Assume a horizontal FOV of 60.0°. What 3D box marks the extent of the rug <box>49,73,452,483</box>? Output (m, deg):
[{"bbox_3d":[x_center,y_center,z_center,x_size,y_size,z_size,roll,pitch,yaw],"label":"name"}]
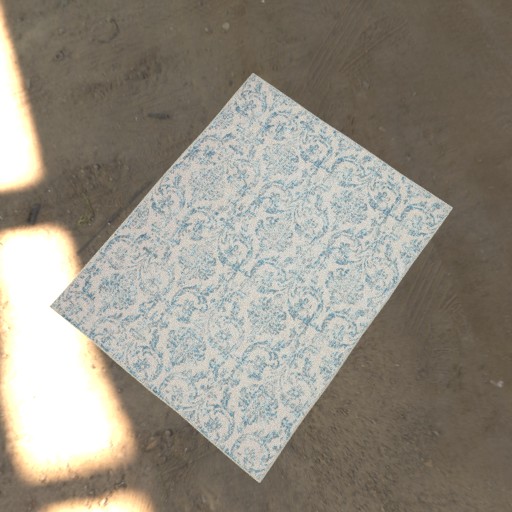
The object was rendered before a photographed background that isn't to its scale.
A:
[{"bbox_3d":[0.000,0.000,4.046,2.363,0.012,2.980,37,79,8],"label":"rug"}]
